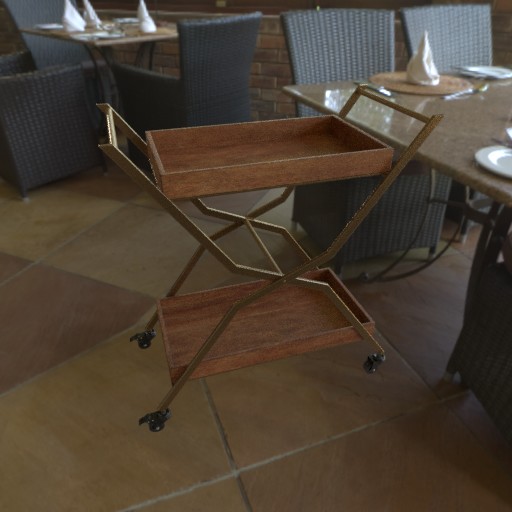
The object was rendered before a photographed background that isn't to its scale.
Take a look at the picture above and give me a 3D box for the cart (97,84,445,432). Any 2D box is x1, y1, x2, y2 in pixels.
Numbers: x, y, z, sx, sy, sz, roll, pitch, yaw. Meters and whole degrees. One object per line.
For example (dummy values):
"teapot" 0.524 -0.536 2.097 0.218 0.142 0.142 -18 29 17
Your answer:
"cart" 0.000 0.000 1.343 0.836 0.869 0.405 -10 34 -15
